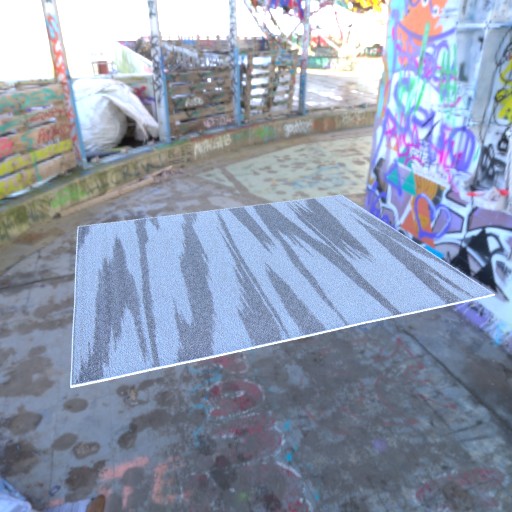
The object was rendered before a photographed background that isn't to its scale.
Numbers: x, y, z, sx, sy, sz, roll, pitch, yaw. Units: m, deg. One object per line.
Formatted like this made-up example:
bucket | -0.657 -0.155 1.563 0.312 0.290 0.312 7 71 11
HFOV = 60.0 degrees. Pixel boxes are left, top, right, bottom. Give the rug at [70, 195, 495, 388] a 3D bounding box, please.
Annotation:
rug | 0.000 0.000 3.833 2.945 0.014 2.353 -9 28 -17
